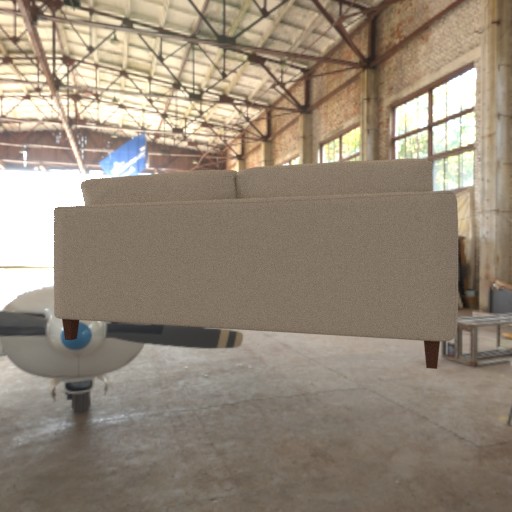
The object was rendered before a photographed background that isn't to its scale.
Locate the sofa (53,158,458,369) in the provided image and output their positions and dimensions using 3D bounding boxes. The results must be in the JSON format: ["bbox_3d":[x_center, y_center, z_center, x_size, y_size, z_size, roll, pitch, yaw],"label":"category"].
[{"bbox_3d":[0.000,0.000,2.474,1.981,0.889,0.965,0,1,19],"label":"sofa"}]
